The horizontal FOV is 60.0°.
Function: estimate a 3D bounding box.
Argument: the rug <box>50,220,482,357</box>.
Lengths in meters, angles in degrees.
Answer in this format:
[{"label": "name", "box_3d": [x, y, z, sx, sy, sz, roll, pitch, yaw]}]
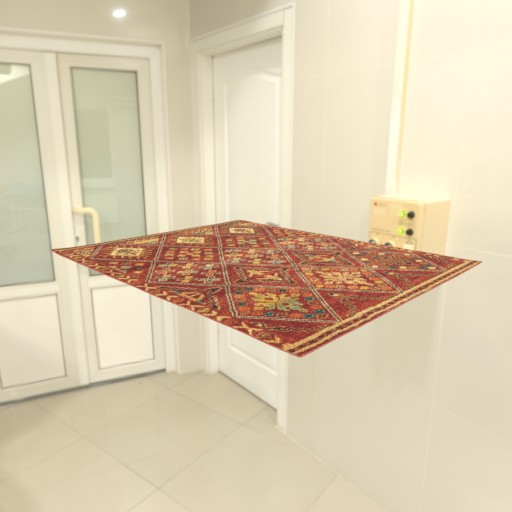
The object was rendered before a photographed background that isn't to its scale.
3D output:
[{"label": "rug", "box_3d": [0.000, 0.000, 4.039, 3.086, 0.030, 2.489, 14, 20, 43]}]
